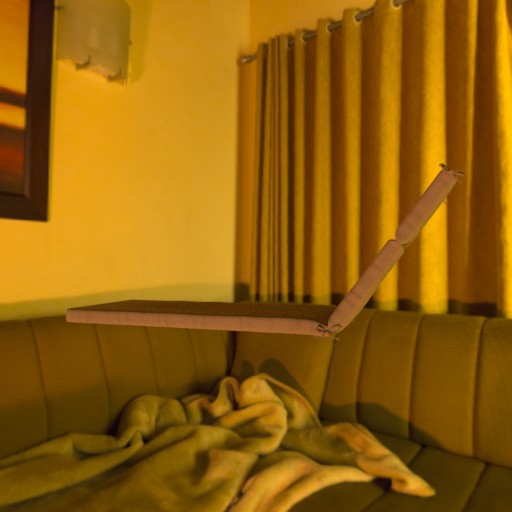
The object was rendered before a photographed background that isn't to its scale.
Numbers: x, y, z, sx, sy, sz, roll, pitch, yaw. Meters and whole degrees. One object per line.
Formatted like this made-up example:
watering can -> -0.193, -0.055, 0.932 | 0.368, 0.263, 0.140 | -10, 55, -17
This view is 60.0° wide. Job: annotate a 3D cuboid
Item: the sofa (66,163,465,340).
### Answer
sofa -> 0.000, 0.000, 1.996 | 1.663, 0.622, 0.582 | 0, -1, 18
